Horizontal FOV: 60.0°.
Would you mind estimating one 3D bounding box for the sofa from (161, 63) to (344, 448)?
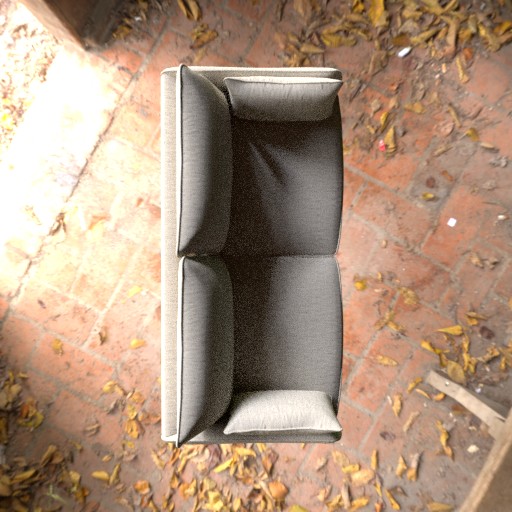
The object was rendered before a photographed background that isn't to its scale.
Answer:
[{"bbox_3d":[0.000,0.000,2.481,0.991,0.860,1.989,0,91,0],"label":"sofa"}]
